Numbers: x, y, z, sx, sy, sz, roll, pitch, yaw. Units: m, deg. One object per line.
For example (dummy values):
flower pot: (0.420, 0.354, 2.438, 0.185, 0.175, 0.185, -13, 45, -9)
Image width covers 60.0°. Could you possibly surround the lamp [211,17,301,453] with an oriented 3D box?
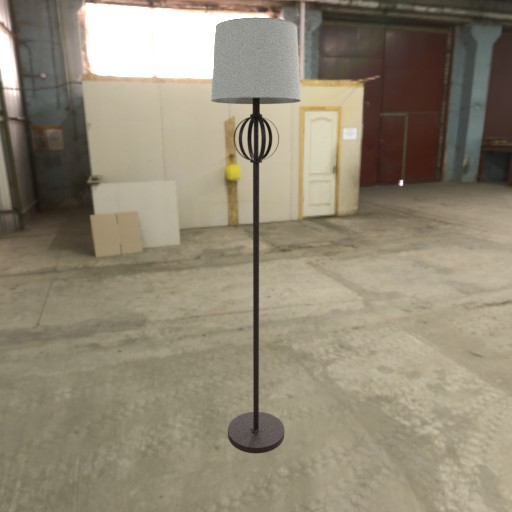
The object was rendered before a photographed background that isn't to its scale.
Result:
lamp: (0.000, 0.000, 1.561, 0.286, 1.462, 0.286, 3, 16, 9)
